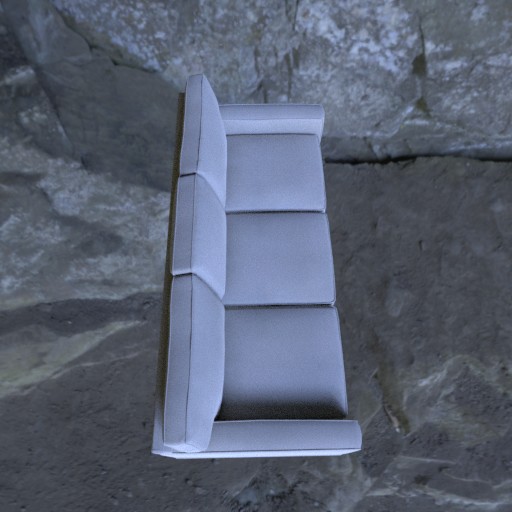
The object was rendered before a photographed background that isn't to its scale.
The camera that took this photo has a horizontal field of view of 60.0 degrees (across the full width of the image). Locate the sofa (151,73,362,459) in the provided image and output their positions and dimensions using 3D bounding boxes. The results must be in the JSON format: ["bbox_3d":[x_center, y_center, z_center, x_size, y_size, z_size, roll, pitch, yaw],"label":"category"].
[{"bbox_3d":[0.000,0.000,2.552,0.935,0.862,2.088,-1,64,0],"label":"sofa"}]
